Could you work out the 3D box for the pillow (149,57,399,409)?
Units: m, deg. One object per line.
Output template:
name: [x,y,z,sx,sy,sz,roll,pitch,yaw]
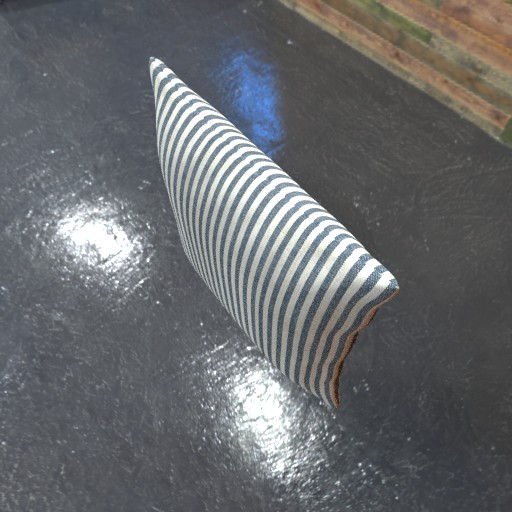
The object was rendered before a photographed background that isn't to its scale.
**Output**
pillow: [0.000,0.000,0.791,0.166,0.510,0.523,-33,63,-19]
